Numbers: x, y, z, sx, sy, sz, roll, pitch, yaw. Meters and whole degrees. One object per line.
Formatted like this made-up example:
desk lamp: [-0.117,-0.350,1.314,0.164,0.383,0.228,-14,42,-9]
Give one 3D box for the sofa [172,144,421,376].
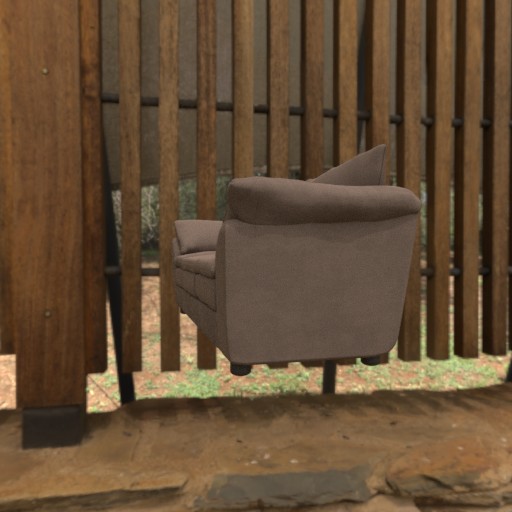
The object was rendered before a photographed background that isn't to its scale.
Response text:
sofa: [0.000,0.000,2.853,0.893,0.981,2.377,0,0,-16]
